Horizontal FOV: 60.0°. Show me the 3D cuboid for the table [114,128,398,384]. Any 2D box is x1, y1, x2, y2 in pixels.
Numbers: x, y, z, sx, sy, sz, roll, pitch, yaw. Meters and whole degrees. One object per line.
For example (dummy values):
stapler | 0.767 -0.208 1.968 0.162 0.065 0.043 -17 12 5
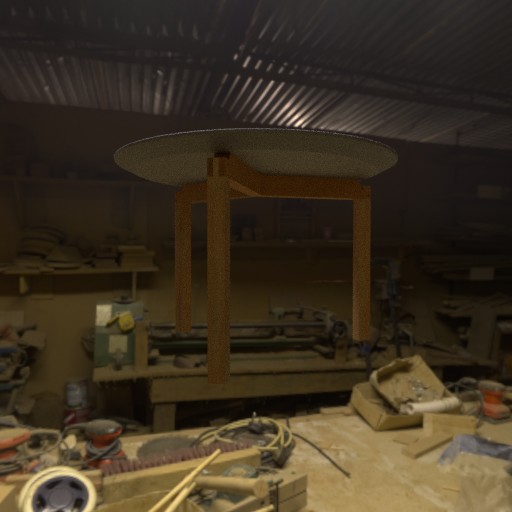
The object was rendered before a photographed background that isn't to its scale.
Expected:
table | 0.000 0.000 0.987 0.600 0.405 0.600 0 1 0
